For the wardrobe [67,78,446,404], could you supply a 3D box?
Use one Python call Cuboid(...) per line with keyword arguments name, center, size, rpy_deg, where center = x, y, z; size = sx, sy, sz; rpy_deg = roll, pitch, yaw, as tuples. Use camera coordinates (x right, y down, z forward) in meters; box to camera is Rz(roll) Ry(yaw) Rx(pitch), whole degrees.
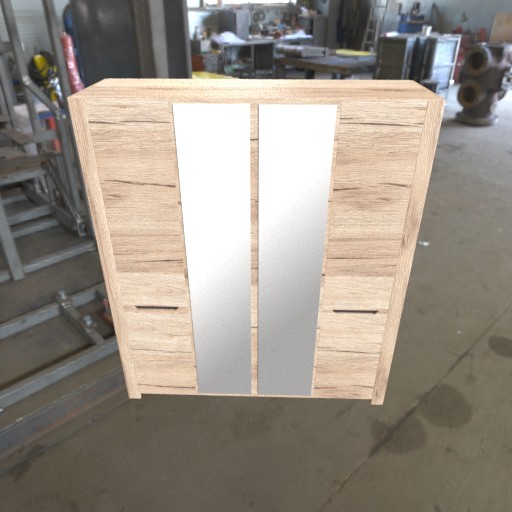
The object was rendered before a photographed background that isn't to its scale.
Cuboid(name="wardrobe", center=(0.000, 0.000, 2.880), size=(1.810, 2.070, 0.580), rpy_deg=(1, 30, 2))
